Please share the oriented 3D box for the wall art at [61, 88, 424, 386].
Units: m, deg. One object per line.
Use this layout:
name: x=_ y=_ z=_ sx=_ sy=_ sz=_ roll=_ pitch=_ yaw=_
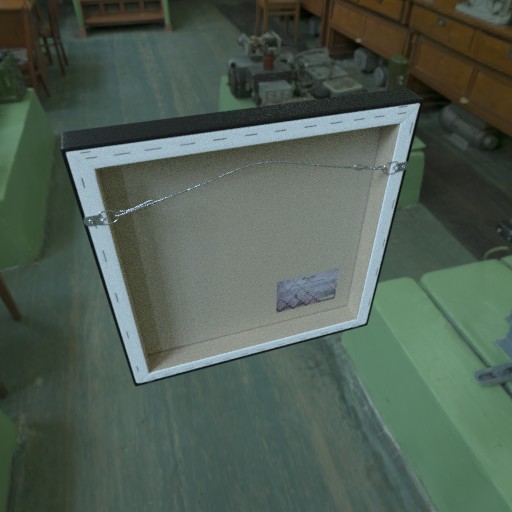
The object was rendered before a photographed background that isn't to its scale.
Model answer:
wall art: x=0.000 y=0.000 z=0.616 sx=0.406 sy=0.407 sz=0.041 roll=-12 pitch=42 yaw=-13
